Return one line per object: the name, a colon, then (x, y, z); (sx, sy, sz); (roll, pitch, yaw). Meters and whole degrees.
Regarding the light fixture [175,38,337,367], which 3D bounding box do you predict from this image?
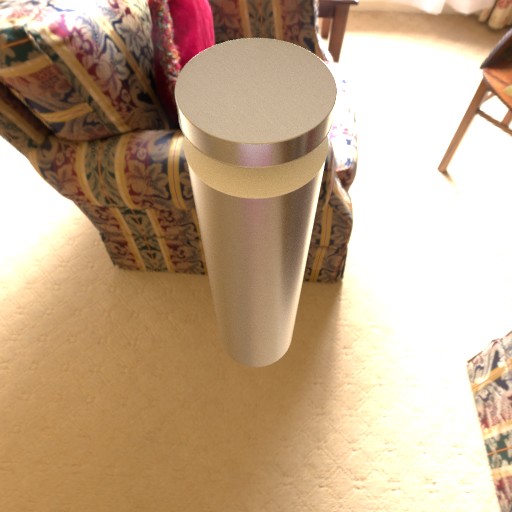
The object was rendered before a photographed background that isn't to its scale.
light fixture: (0.000, 0.000, 0.444); (0.102, 0.400, 0.102); (-32, 63, -18)
